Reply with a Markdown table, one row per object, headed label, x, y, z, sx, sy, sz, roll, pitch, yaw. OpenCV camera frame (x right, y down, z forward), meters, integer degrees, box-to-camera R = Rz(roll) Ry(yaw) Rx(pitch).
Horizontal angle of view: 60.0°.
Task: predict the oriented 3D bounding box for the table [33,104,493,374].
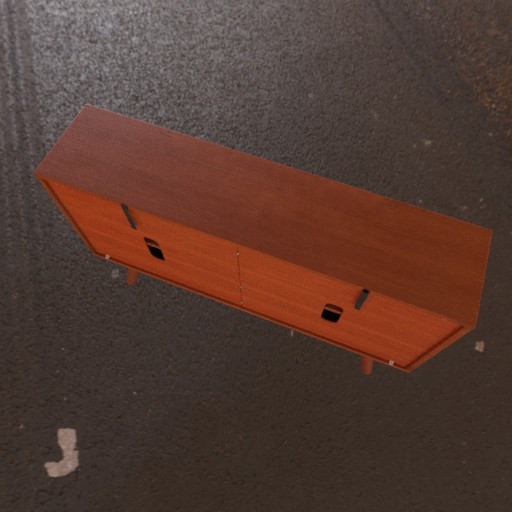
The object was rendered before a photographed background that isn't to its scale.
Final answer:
| label | x | y | z | sx | sy | sz | roll | pitch | yaw |
| --- | --- | --- | --- | --- | --- | --- | --- | --- | --- |
| table | 0.000 | 0.000 | 1.508 | 1.220 | 0.698 | 0.308 | 19 | 65 | 9 |
